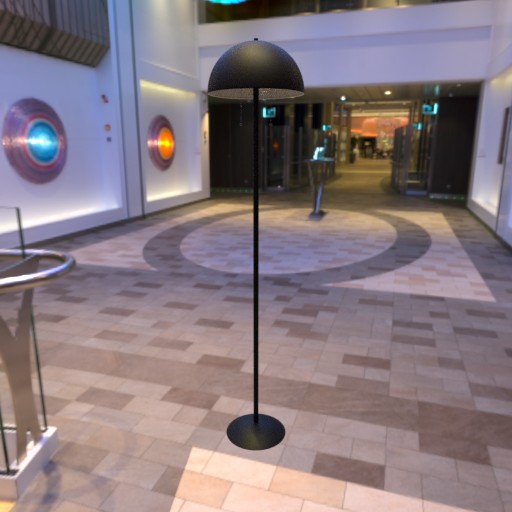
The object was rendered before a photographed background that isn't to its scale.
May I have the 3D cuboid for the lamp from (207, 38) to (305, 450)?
[{"bbox_3d":[0.000,0.000,1.642,0.328,1.480,0.328,-7,16,-28],"label":"lamp"}]
